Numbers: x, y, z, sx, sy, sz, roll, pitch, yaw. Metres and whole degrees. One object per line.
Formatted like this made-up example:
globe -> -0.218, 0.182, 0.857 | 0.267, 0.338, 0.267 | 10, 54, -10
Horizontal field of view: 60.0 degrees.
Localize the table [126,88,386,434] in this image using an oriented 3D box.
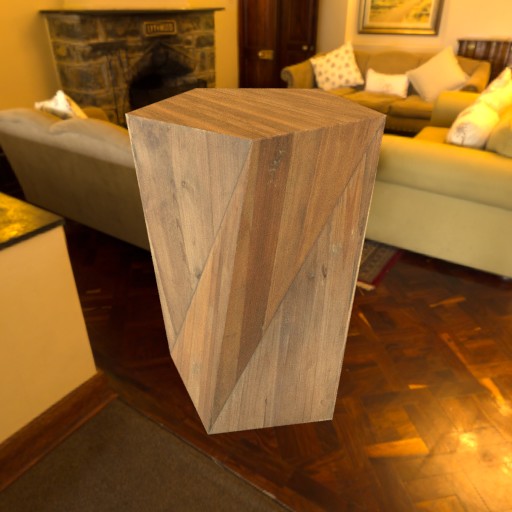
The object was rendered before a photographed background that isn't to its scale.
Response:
table -> 0.000, 0.000, 0.922 | 0.441, 0.604, 0.425 | -8, 31, -13
